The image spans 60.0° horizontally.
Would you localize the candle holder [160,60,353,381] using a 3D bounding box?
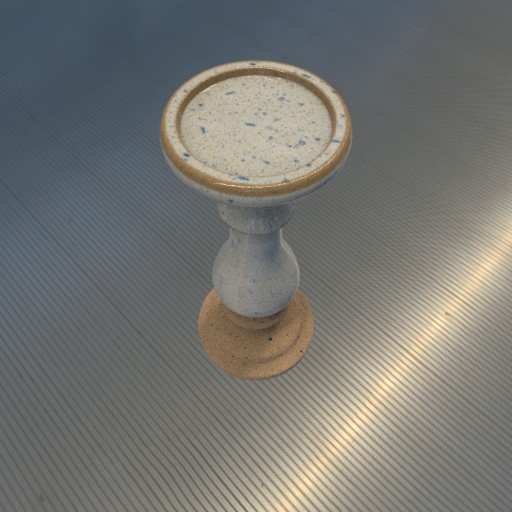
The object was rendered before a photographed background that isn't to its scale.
[{"bbox_3d":[0.000,0.000,0.257,0.088,0.203,0.088,0,58,0],"label":"candle holder"}]
